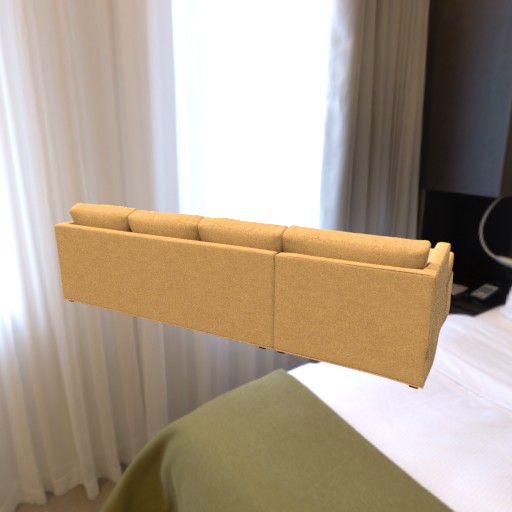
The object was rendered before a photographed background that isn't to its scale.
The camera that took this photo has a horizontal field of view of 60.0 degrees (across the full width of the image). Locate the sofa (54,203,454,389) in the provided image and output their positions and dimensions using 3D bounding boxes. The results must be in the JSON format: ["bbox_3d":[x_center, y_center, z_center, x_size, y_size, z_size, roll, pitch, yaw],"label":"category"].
[{"bbox_3d":[0.000,0.000,3.958,3.198,0.920,1.638,8,17,27],"label":"sofa"}]
